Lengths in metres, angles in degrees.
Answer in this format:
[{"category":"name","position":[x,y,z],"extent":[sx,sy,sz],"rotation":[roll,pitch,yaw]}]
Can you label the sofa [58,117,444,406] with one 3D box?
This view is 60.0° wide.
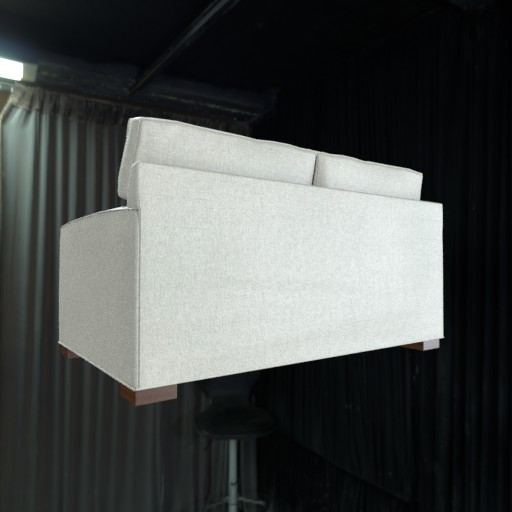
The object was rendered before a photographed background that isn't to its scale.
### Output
[{"category":"sofa","position":[0.000,0.000,2.010],"extent":[1.484,0.853,0.940],"rotation":[1,-1,-36]}]
